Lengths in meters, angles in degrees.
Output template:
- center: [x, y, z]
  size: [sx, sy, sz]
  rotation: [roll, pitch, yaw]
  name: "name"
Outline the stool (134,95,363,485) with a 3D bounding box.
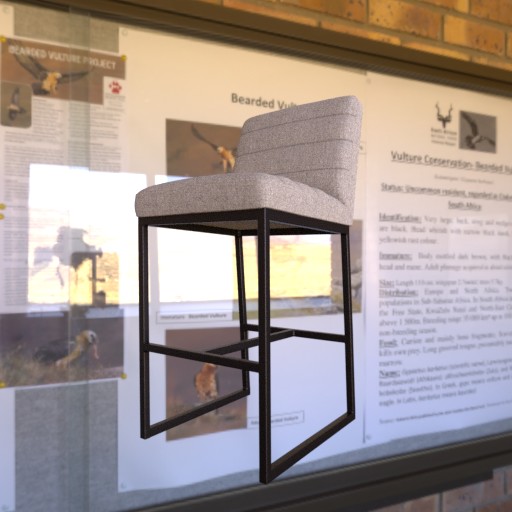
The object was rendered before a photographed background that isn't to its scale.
- center: [0.000, 0.000, 1.338]
  size: [0.459, 1.034, 0.571]
  rotation: [0, 0, 36]
  name: "stool"
